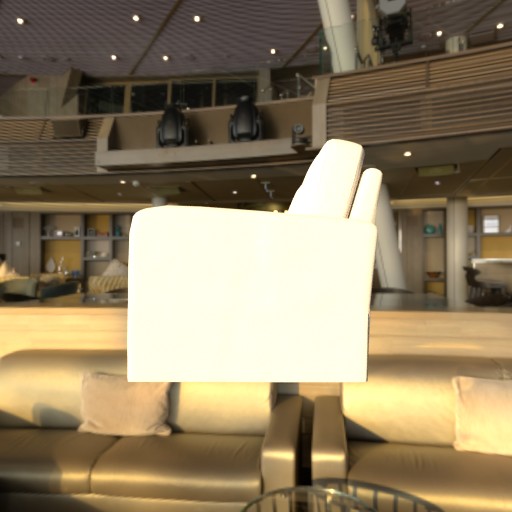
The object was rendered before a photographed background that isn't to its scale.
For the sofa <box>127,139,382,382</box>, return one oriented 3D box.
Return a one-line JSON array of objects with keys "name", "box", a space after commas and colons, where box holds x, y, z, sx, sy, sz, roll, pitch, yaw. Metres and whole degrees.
[{"name": "sofa", "box": [0.000, 0.000, 2.325, 0.894, 0.831, 1.808, 0, -1, 0]}]
